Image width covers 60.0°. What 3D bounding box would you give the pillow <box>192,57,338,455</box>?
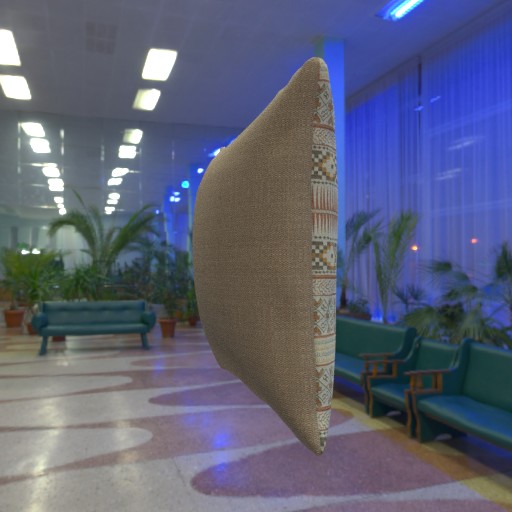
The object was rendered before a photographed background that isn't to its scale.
[{"bbox_3d":[0.000,0.000,0.807,0.215,0.519,0.521,0,-1,-18],"label":"pillow"}]
